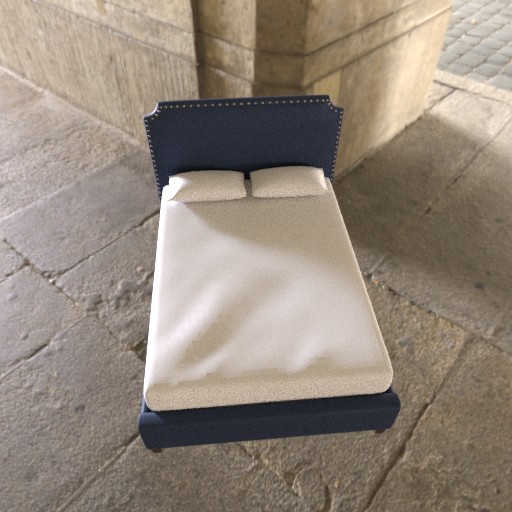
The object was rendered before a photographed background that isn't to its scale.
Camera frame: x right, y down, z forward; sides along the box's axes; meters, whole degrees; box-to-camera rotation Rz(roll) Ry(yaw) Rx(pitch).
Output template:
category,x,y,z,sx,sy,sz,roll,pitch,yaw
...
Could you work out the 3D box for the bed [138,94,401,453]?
category,x,y,z,sx,sy,sz,roll,pitch,yaw
bed,0.000,0.000,3.415,1.712,1.443,2.372,-4,46,-3
